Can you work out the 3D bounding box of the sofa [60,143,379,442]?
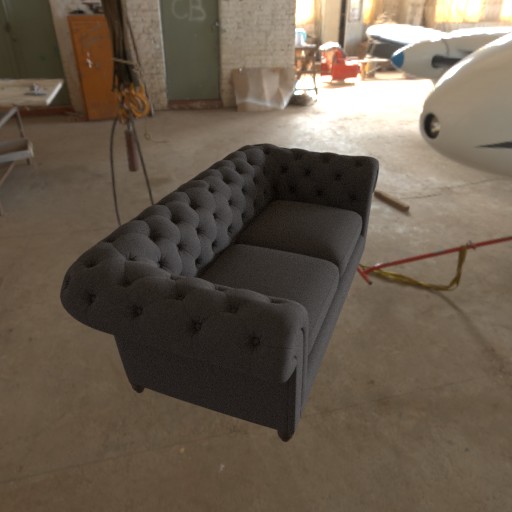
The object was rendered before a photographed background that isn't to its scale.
[{"bbox_3d":[0.000,0.000,2.427,0.986,0.764,1.998,11,32,19],"label":"sofa"}]
